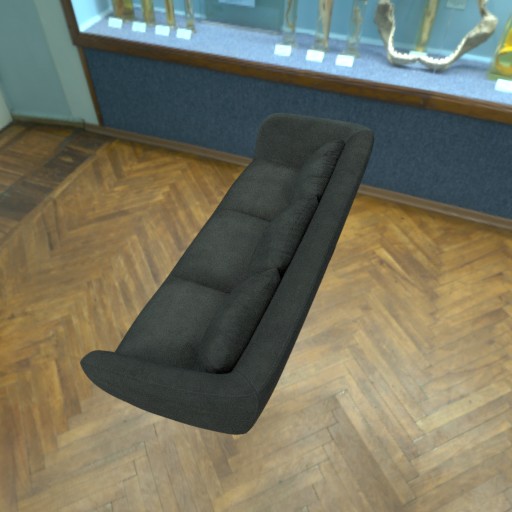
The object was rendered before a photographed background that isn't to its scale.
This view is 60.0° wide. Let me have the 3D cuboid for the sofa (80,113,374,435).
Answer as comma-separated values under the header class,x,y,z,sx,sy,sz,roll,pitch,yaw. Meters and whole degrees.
class,x,y,z,sx,sy,sz,roll,pitch,yaw
sofa,0.000,0.000,2.745,0.956,0.875,2.296,17,50,15
